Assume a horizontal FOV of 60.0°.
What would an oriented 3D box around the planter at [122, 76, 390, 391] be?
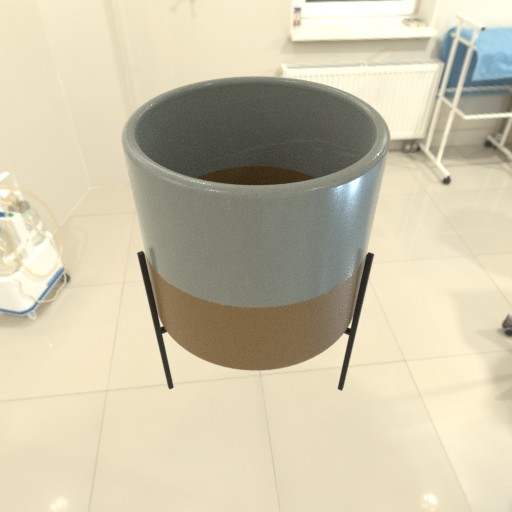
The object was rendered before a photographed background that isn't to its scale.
[{"bbox_3d":[0.000,0.000,0.739,0.348,0.480,0.360,0,41,0],"label":"planter"}]
